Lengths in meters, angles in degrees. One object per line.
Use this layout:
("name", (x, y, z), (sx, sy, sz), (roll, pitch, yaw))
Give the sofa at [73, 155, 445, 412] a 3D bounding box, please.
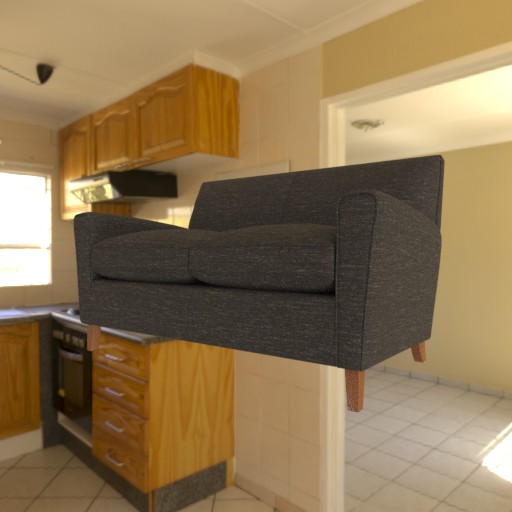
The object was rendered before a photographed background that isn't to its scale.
("sofa", (0.000, 0.000, 1.926), (1.420, 0.846, 0.875), (1, 1, 36))
